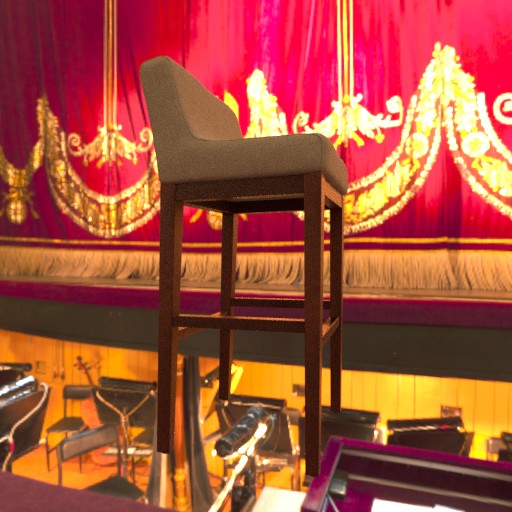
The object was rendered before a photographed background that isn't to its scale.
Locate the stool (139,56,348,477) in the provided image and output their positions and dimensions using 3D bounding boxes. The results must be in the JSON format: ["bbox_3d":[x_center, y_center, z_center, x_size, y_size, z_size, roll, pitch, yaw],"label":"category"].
[{"bbox_3d":[0.000,0.000,1.314,0.500,1.037,0.511,0,1,17],"label":"stool"}]
